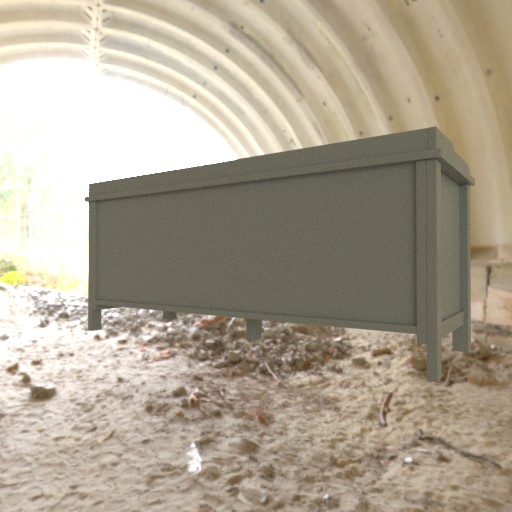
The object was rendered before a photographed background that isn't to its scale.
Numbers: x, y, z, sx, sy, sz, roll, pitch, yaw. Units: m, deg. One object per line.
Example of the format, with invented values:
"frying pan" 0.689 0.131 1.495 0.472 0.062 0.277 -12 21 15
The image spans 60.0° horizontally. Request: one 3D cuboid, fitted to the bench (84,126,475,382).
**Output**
"bench" 0.000 0.000 1.337 1.140 0.501 0.398 0 -1 35
